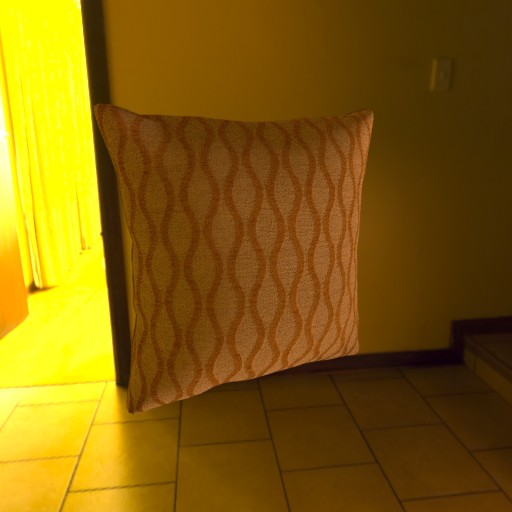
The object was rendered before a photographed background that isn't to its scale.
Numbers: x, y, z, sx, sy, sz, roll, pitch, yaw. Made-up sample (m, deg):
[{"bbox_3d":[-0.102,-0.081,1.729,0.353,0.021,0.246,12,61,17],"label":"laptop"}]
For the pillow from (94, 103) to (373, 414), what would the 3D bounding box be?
[{"bbox_3d":[0.000,0.000,0.676,0.429,0.436,0.159,-8,17,-26],"label":"pillow"}]
